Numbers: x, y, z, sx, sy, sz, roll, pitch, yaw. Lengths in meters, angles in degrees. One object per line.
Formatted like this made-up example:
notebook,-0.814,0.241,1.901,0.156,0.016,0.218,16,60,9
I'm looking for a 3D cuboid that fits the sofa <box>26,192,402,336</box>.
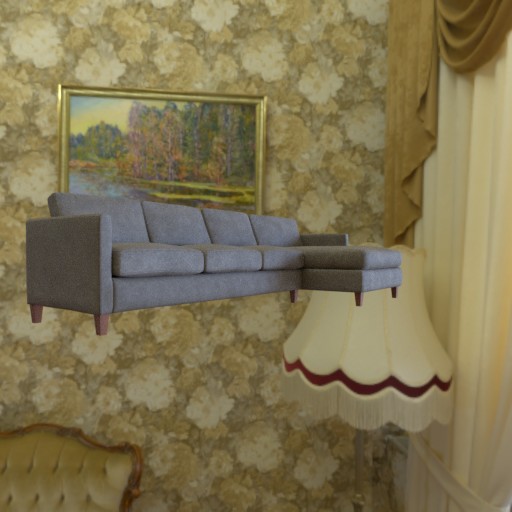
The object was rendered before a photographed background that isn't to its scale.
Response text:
sofa,0.000,0.000,4.081,1.604,0.950,3.471,0,0,37
